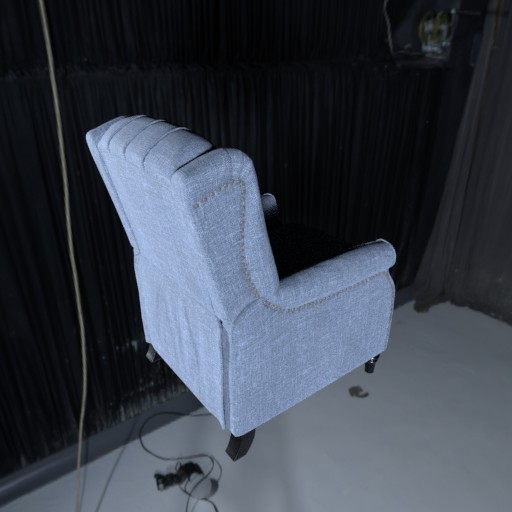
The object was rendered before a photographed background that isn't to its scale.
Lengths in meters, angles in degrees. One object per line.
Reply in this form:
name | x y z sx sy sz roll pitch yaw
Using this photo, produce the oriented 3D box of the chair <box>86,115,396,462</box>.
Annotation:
chair | 0.000 0.000 1.627 0.898 1.035 0.742 -19 32 -33
